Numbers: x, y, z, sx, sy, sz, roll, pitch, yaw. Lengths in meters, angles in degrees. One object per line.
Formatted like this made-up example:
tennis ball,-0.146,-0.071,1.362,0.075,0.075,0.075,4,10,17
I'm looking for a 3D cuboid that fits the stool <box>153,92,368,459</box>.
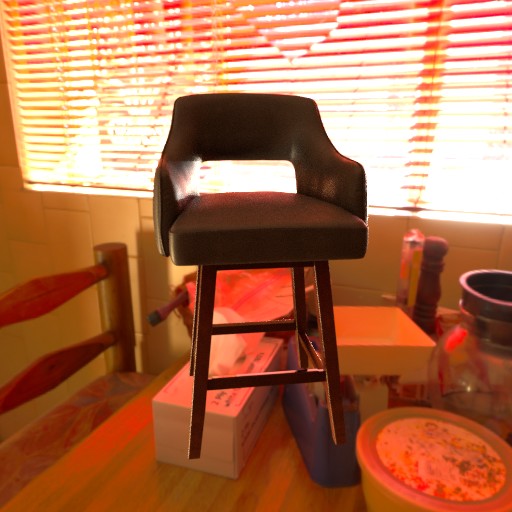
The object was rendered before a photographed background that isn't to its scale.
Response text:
stool,0.000,0.000,1.287,0.550,0.936,0.560,-2,16,-8
